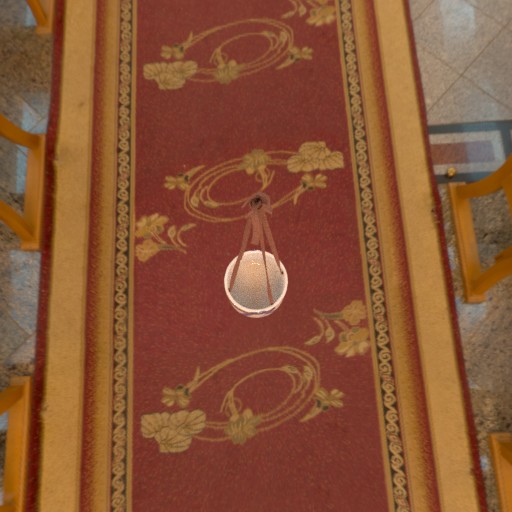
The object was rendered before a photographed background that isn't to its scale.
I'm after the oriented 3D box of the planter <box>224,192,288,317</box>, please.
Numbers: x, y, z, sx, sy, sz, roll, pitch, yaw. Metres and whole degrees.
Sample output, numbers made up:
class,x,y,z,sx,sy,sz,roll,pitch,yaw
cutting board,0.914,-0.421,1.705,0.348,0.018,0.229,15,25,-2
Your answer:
class,x,y,z,sx,sy,sz,roll,pitch,yaw
planter,0.000,0.000,0.827,0.153,0.753,0.157,-2,76,-1
